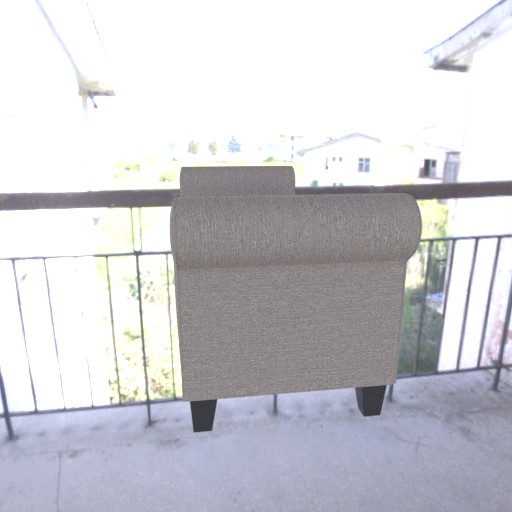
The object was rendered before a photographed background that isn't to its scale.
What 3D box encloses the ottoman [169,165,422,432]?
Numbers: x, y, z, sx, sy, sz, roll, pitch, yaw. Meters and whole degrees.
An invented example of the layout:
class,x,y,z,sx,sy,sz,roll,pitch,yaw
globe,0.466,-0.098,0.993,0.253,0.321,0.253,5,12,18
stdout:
class,x,y,z,sx,sy,sz,roll,pitch,yaw
ottoman,0.000,0.000,1.522,0.521,0.547,1.256,-2,15,-8
